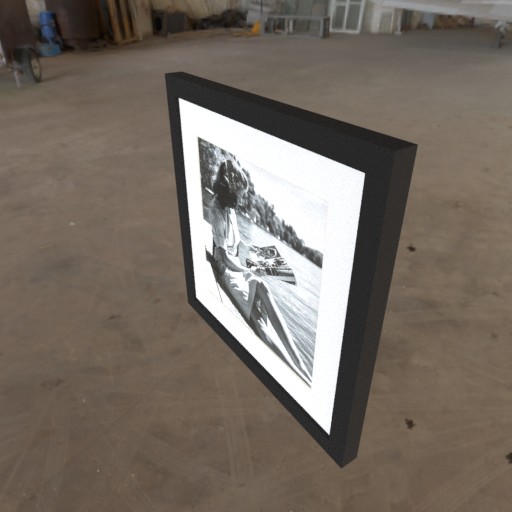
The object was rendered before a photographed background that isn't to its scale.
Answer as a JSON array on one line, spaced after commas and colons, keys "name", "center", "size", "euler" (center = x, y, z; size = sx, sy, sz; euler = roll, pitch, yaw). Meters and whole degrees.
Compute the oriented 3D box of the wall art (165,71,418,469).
[{"name": "wall art", "center": [0.000, 0.000, 0.670], "size": [0.030, 0.458, 0.462], "euler": [-20, 37, -29]}]
